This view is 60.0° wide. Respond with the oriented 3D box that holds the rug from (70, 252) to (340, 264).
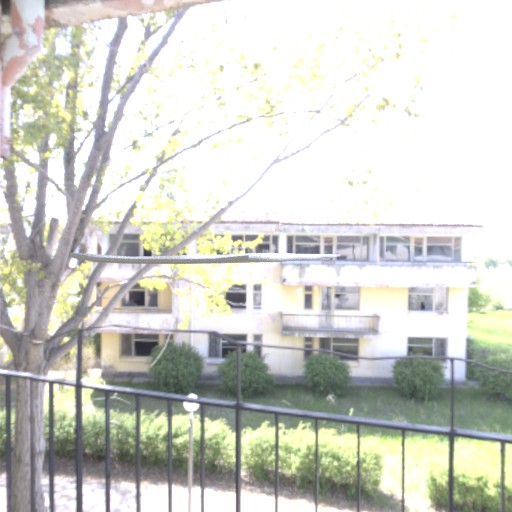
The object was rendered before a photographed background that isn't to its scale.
[{"bbox_3d":[0.000,0.000,2.769,0.752,0.051,2.452,0,1,18],"label":"rug"}]
